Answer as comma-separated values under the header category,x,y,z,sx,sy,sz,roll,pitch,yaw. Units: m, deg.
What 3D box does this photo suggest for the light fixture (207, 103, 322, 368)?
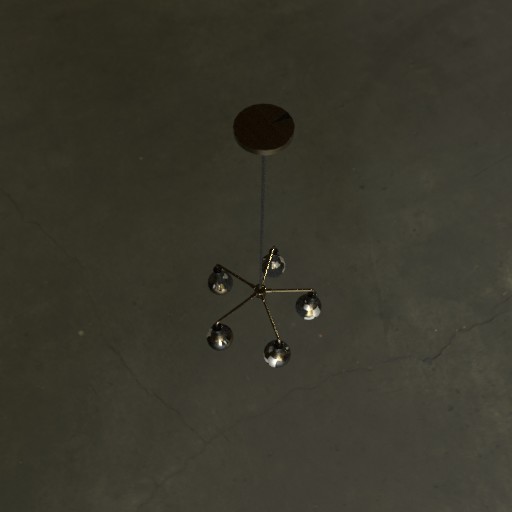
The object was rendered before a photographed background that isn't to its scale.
category,x,y,z,sx,sy,sz,roll,pitch,yaw
light fixture,0.000,0.000,1.226,0.421,0.988,0.438,-35,68,-16
